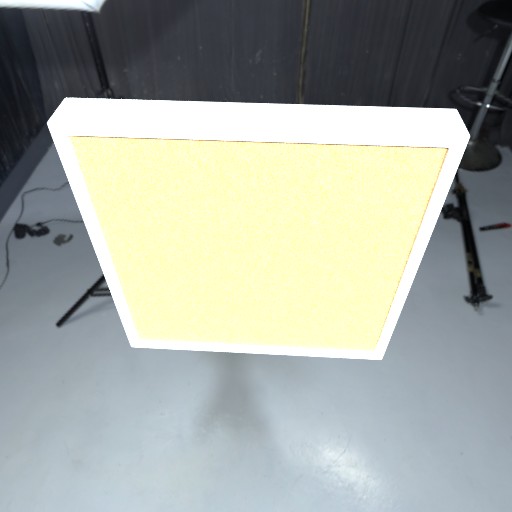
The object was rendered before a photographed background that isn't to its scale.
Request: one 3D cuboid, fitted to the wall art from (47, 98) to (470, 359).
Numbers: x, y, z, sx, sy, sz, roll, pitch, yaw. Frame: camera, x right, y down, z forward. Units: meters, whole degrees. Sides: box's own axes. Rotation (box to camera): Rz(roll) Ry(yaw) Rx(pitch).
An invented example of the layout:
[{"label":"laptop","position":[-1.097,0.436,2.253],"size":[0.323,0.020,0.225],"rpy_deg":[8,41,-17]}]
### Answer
[{"label":"wall art","position":[0.000,0.000,0.441],"size":[0.305,0.305,0.038],"rpy_deg":[2,47,2]}]
